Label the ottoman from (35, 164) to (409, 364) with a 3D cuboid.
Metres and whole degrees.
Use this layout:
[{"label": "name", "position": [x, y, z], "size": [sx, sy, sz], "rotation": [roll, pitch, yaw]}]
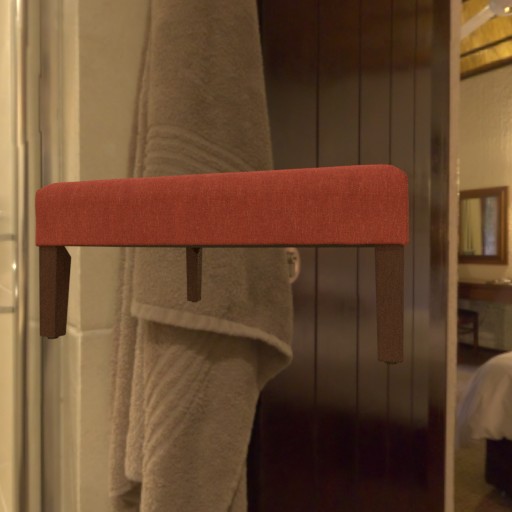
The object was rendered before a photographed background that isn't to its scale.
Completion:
[{"label": "ottoman", "position": [0.000, 0.000, 1.394], "size": [0.889, 0.411, 0.890], "rotation": [0, 1, 18]}]
